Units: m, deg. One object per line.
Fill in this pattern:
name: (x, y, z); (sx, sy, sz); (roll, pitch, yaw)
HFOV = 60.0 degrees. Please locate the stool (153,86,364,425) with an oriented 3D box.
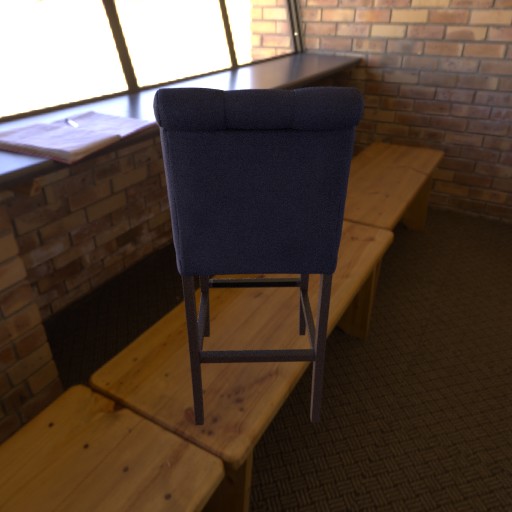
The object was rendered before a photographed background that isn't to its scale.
stool: (0.000, 0.000, 1.469); (0.493, 1.140, 0.601); (-1, 30, -1)
